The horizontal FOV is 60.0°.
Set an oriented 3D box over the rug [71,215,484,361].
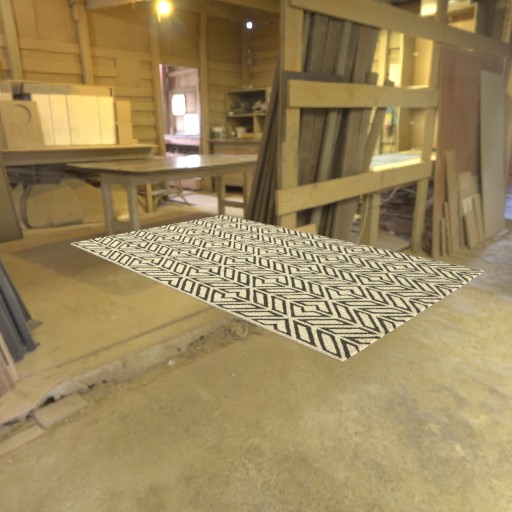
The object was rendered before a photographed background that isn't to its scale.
[{"bbox_3d":[0.000,0.000,3.022,2.438,0.008,1.523,16,23,43],"label":"rug"}]
